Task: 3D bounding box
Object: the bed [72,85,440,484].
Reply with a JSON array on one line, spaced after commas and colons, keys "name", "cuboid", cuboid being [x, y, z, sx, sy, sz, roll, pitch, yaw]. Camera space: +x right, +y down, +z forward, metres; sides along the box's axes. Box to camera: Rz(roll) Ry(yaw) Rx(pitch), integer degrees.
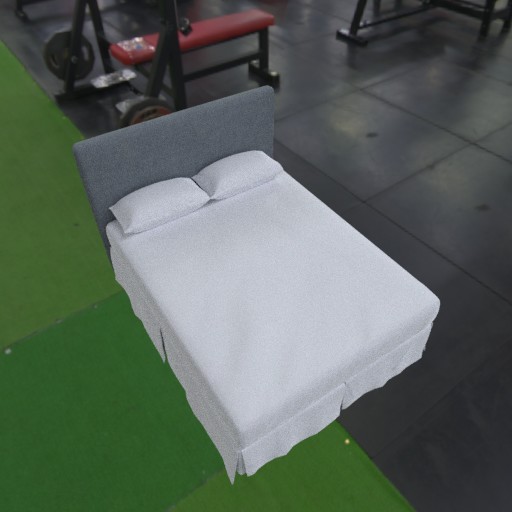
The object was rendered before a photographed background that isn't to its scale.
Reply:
[{"name": "bed", "cuboid": [0.000, 0.000, 3.170, 1.713, 1.330, 2.142, -26, 51, -23]}]
